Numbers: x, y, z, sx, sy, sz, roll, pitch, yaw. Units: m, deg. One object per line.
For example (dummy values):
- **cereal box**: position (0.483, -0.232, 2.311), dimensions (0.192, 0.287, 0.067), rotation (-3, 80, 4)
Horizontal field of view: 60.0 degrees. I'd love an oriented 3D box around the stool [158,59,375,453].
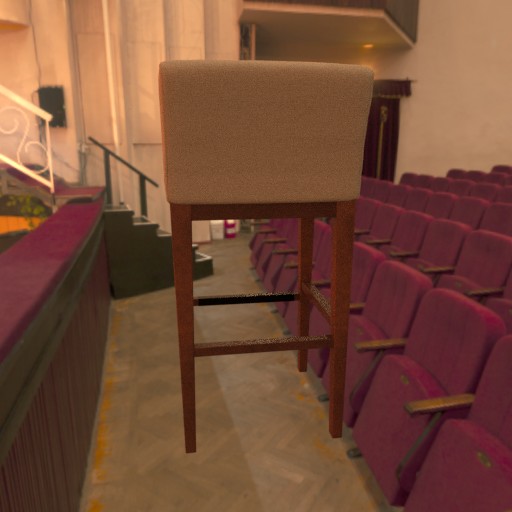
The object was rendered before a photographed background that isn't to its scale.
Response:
- **stool**: position (0.000, 0.000, 1.350), dimensions (0.511, 1.037, 0.500), rotation (-2, 14, -8)
